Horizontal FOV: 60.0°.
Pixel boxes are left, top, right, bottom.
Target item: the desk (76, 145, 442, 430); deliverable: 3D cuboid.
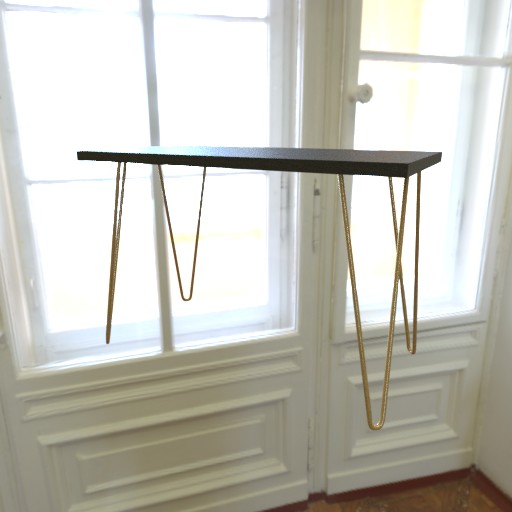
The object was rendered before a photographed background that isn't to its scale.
[{"bbox_3d":[0.000,0.000,1.433,0.991,0.660,0.499,9,19,28],"label":"desk"}]
